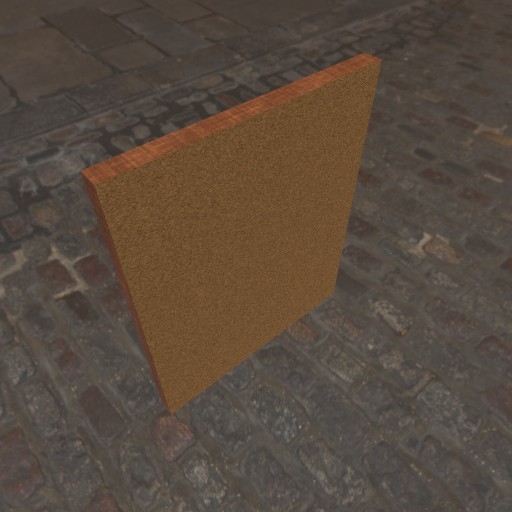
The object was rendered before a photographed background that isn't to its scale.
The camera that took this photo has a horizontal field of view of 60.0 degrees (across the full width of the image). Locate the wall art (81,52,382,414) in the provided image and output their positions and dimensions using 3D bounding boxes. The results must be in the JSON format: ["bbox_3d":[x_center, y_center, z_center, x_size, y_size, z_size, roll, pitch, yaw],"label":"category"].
[{"bbox_3d":[0.000,0.000,0.778,0.467,0.567,0.033,-32,55,-26],"label":"wall art"}]
